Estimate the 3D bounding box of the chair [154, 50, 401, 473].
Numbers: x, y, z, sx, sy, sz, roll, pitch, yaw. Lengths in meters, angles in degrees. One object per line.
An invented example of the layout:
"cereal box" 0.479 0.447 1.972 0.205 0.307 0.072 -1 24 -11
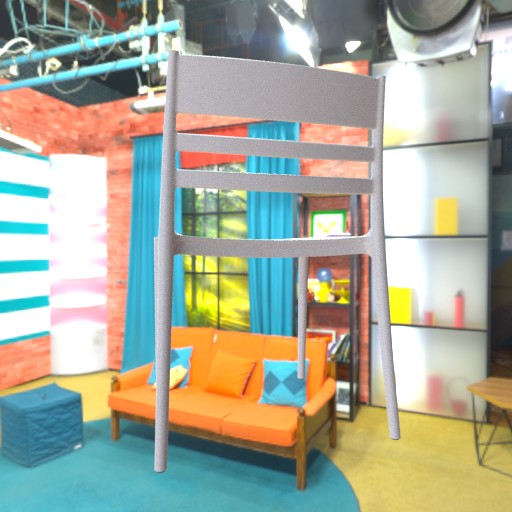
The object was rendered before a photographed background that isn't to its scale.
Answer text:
"chair" 0.000 0.000 1.121 0.531 0.800 0.511 0 1 -16
